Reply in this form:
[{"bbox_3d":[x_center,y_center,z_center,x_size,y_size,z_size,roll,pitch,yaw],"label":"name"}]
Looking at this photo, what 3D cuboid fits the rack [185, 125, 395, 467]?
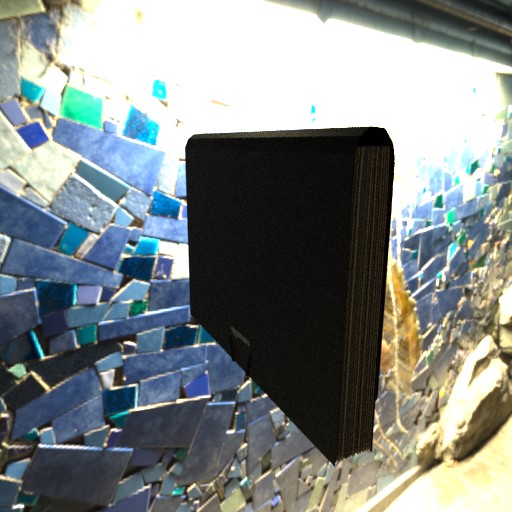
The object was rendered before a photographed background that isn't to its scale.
[{"bbox_3d":[0.000,0.000,0.445,0.041,0.241,0.330,-7,16,-26],"label":"rack"}]
